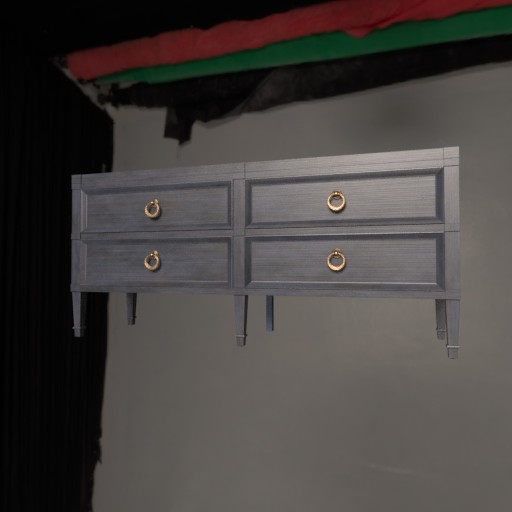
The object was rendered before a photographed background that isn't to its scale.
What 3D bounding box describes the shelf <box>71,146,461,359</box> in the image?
[{"bbox_3d":[0.000,0.000,1.933,1.575,0.719,0.479,0,-1,18],"label":"shelf"}]
